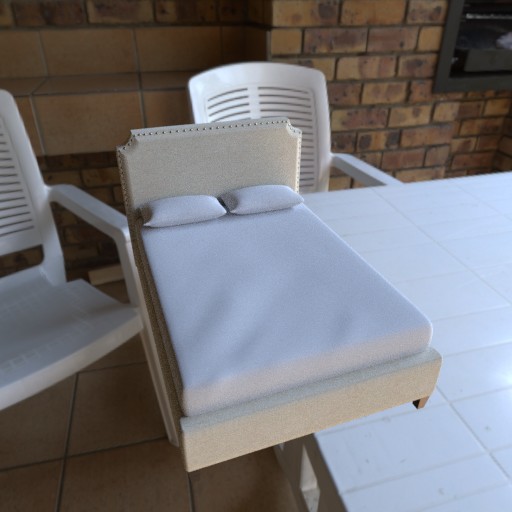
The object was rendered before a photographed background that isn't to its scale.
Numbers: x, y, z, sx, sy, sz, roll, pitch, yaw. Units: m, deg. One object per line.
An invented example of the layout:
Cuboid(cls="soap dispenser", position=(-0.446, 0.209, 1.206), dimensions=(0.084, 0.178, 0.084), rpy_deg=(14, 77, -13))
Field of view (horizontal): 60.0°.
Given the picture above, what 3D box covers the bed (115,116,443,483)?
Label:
Cuboid(cls="bed", position=(0.000, 0.000, 3.377), dimensions=(1.713, 1.457, 2.381), rpy_deg=(-10, 32, -17))
